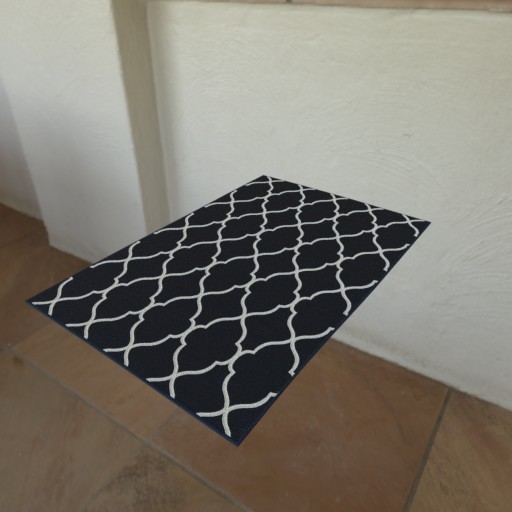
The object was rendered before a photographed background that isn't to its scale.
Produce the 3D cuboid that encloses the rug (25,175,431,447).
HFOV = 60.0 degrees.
[{"bbox_3d":[0.000,0.000,2.861,1.526,0.014,2.290,22,38,30],"label":"rug"}]
